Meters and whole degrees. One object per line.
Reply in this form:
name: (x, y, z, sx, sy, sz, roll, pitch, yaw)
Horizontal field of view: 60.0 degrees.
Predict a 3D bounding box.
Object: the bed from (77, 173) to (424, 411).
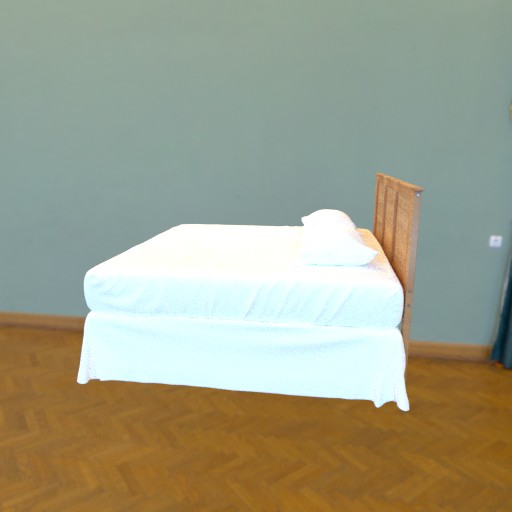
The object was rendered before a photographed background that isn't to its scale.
bed: (0.000, 0.000, 3.644, 2.215, 1.270, 2.317, 2, 13, 9)
